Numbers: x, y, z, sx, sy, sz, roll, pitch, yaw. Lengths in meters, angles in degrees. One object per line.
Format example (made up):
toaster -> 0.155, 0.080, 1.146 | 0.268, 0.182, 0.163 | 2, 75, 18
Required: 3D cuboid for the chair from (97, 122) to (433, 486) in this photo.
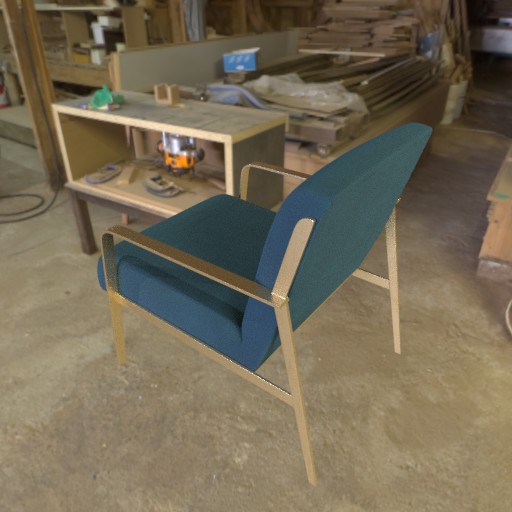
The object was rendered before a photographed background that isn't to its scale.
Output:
chair -> 0.000, 0.000, 1.407 | 0.859, 0.831, 0.692 | 21, 37, 30
